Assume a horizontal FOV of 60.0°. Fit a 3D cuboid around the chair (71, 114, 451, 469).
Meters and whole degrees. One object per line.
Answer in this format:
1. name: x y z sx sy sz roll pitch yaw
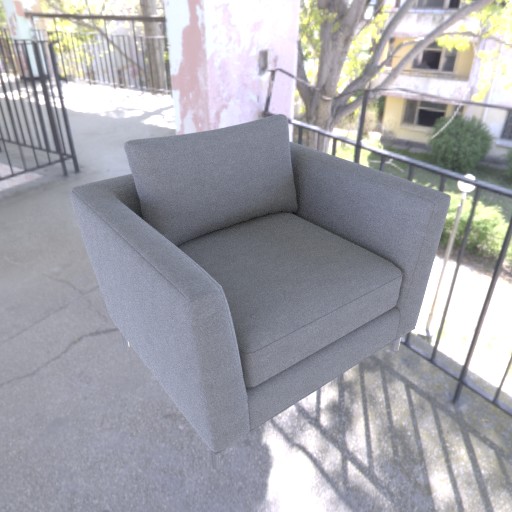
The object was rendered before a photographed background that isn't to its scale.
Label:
1. chair: 0.000 0.000 1.669 1.041 0.864 0.889 -21 36 -31
